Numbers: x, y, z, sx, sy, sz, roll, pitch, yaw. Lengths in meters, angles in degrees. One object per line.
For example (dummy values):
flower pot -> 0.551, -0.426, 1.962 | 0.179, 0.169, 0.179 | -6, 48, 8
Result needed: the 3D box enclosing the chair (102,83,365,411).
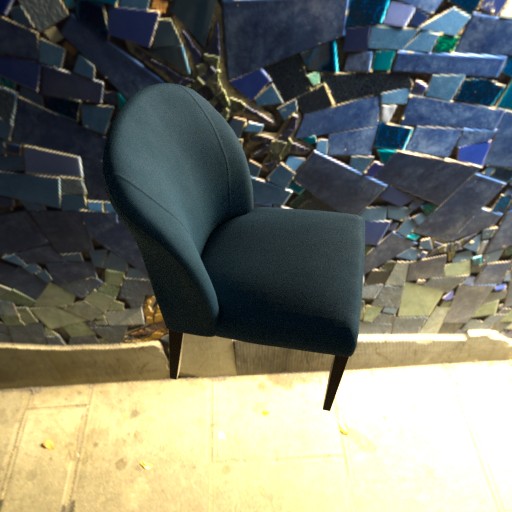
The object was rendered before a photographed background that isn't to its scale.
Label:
chair -> 0.000, 0.000, 1.283 | 0.620, 0.879, 0.507 | 9, 48, 8
